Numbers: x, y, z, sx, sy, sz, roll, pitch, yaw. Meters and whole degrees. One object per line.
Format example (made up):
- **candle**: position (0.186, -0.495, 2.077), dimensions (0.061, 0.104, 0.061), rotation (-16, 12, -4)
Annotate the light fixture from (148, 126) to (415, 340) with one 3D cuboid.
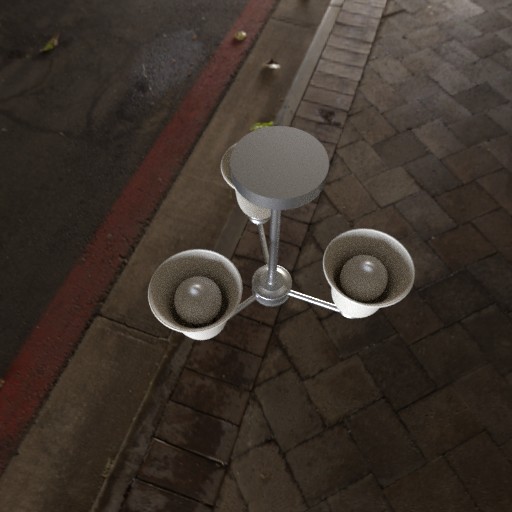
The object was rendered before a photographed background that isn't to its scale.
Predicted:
- **light fixture**: position (0.000, 0.000, 0.685), dimensions (0.354, 0.370, 0.388), rotation (-34, 64, -19)
